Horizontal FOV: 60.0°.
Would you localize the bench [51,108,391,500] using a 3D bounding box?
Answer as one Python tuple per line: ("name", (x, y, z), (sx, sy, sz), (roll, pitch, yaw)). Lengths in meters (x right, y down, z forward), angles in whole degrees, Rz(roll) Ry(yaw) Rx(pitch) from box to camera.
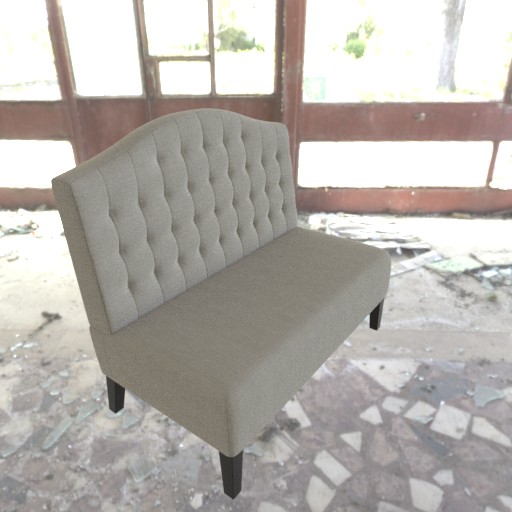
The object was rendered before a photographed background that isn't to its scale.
("bench", (0.000, 0.000, 1.973), (0.815, 1.180, 1.335), (19, 32, 32))
